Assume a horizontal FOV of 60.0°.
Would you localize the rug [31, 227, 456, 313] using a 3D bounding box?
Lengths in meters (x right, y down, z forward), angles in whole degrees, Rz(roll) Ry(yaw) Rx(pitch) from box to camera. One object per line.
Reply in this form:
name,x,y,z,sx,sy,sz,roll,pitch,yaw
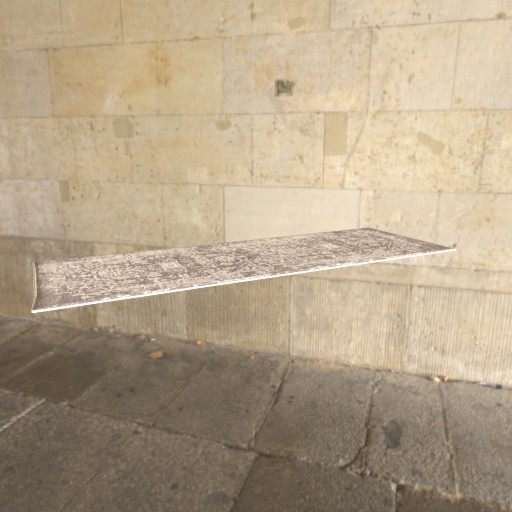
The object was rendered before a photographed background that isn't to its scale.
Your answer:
rug,0.000,0.000,2.686,2.452,0.017,0.855,-7,16,-26
